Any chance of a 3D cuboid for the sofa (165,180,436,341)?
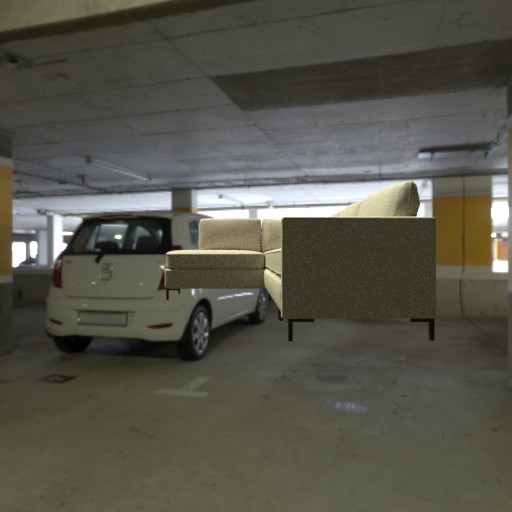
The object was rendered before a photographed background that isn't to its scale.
[{"bbox_3d":[0.000,0.000,4.263,2.048,0.996,3.384,0,0,-1],"label":"sofa"}]
